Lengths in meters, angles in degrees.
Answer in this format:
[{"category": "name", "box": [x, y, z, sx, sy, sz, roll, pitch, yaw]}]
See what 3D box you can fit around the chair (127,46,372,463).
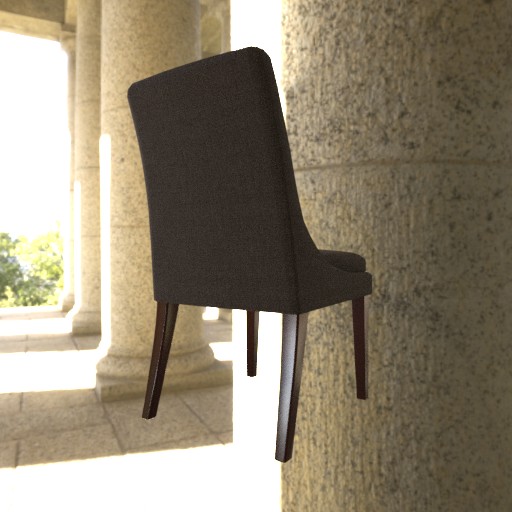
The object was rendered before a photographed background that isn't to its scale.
[{"category": "chair", "box": [0.000, 0.000, 1.355, 0.508, 0.952, 0.655, 1, 1, 35]}]
